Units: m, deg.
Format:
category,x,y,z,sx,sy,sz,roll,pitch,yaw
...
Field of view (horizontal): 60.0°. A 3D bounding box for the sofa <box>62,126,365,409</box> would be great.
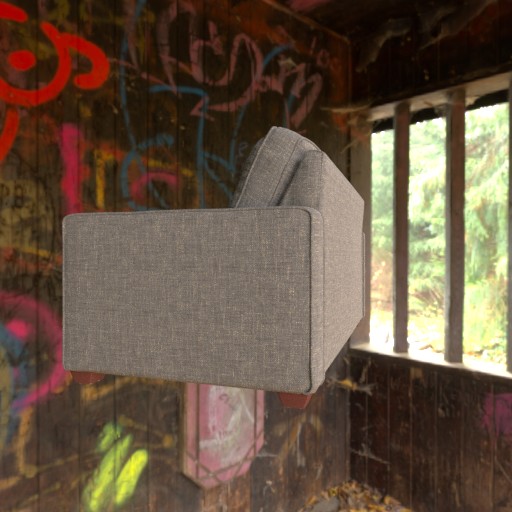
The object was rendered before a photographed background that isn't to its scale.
category,x,y,z,sx,sy,sz,roll,pitch,yaw
sofa,0.000,0.000,2.241,0.947,0.918,1.709,0,1,19
